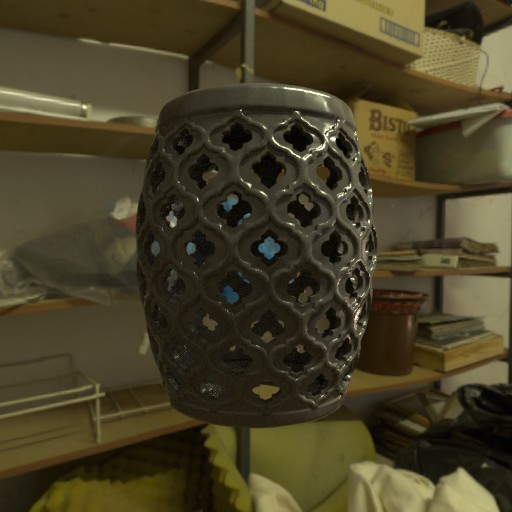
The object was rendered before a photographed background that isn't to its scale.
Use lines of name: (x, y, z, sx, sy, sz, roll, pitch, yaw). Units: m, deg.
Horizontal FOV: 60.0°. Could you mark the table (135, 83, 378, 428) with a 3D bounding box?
table: (0.000, 0.000, 0.617, 0.325, 0.388, 0.325, 0, 1, 0)
